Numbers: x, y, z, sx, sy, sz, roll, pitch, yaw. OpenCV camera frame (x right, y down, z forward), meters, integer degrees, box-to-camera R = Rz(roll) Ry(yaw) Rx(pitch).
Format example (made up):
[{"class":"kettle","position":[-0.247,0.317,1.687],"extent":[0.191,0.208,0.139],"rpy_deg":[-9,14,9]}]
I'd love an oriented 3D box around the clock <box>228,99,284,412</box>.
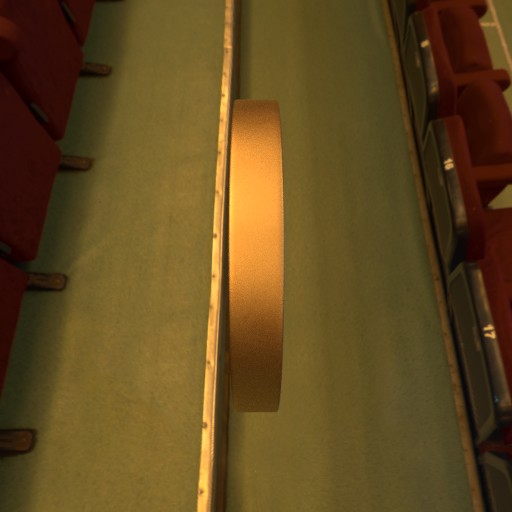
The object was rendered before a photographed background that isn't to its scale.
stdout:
[{"class":"clock","position":[0.000,0.000,0.471],"extent":[0.040,0.314,0.314],"rpy_deg":[0,64,0]}]
